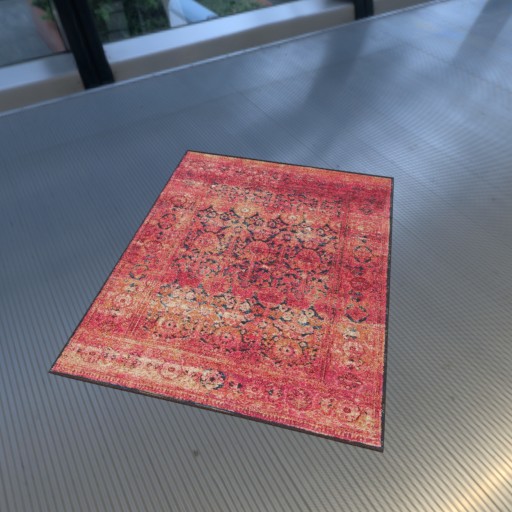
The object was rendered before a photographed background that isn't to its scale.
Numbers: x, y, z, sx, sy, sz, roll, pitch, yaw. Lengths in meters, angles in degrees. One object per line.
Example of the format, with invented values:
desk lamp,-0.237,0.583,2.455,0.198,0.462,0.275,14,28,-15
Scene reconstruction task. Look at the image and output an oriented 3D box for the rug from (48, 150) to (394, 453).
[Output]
rug,0.000,0.000,4.059,2.411,0.020,3.032,10,47,9
